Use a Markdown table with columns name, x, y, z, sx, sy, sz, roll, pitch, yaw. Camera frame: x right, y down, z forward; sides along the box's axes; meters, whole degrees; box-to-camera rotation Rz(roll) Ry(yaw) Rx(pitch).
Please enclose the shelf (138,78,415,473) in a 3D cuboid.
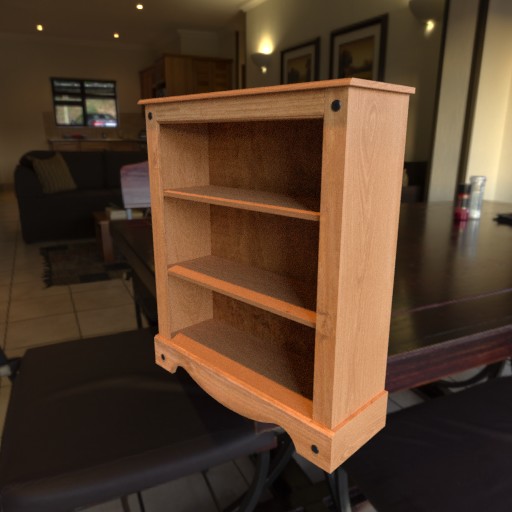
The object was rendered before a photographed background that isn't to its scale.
| name | x | y | z | sx | sy | sz | roll | pitch | yaw |
| --- | --- | --- | --- | --- | --- | --- | --- | --- | --- |
| shelf | 0.000 | 0.000 | 1.428 | 0.291 | 0.980 | 0.840 | -15 | 21 | -43 |
